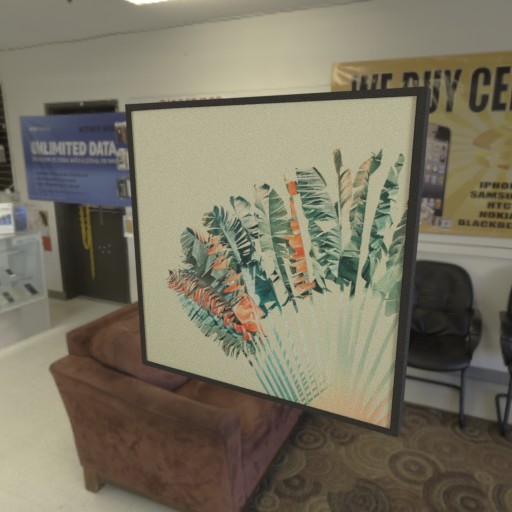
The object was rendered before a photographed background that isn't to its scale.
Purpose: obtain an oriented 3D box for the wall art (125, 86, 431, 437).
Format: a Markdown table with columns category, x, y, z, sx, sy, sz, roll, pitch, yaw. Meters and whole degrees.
| category | x | y | z | sx | sy | sz | roll | pitch | yaw |
| --- | --- | --- | --- | --- | --- | --- | --- | --- | --- |
| wall art | 0.000 | 0.000 | 0.750 | 0.509 | 0.507 | 0.037 | 7 | 15 | 27 |
